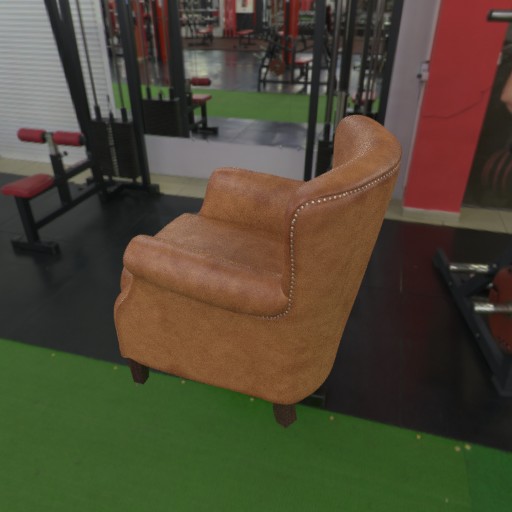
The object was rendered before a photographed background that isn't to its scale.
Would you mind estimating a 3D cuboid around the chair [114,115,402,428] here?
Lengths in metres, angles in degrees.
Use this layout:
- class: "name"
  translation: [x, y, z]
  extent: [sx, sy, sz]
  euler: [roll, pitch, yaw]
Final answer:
- class: "chair"
  translation: [0.000, 0.000, 1.673]
  extent: [0.921, 0.936, 0.861]
  euler: [10, 32, 16]
